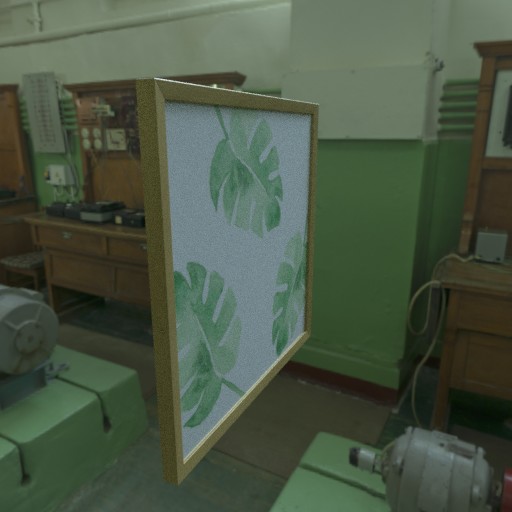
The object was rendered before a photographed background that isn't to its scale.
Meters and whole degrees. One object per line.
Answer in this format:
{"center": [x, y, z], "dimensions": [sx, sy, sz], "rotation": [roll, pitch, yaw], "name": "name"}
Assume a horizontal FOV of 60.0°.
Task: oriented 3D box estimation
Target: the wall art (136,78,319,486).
{"center": [0.000, 0.000, 1.118], "dimensions": [0.037, 0.763, 0.763], "rotation": [8, 17, 26], "name": "wall art"}
